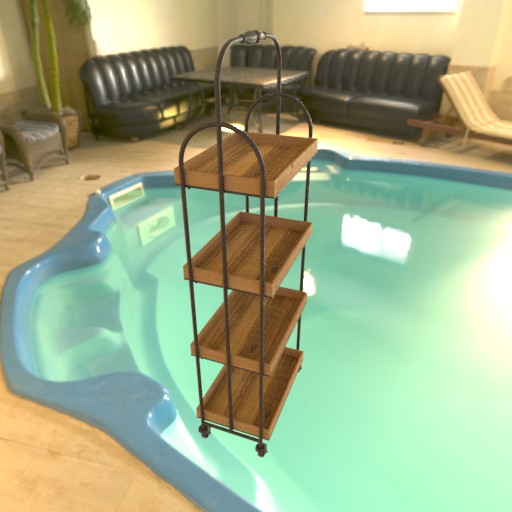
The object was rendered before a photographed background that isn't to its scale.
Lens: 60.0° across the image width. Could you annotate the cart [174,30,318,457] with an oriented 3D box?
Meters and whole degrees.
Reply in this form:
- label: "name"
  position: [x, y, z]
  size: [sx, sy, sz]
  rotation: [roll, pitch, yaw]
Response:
- label: "cart"
  position: [0.000, 0.000, 1.630]
  size: [0.308, 1.481, 0.581]
  rotation: [11, 31, 18]
